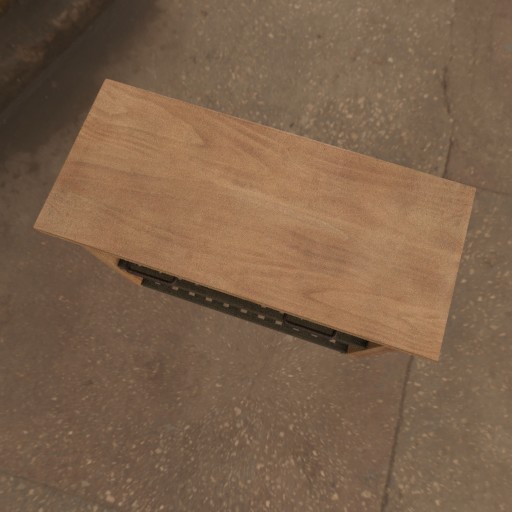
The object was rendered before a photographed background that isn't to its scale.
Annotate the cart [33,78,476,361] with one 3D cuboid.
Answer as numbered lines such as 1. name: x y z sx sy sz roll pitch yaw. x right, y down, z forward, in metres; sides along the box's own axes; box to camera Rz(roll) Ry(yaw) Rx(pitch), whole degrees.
1. cart: 0.000 0.000 0.968 0.686 0.554 0.298 18 76 5
